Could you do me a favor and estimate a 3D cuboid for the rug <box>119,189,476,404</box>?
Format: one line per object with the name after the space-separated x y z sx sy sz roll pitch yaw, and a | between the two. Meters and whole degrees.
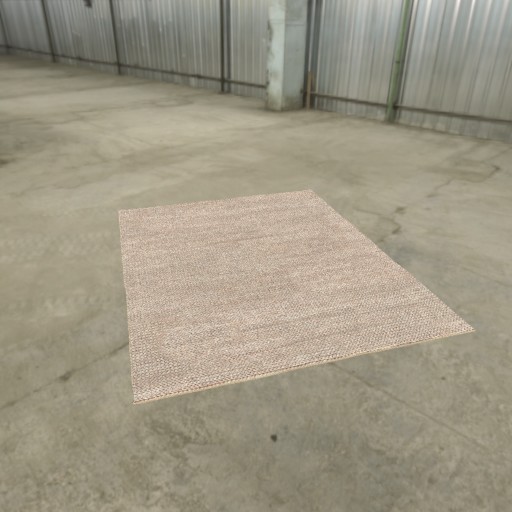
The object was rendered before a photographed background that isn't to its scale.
0.000 0.000 4.185 2.429 0.030 3.052 -8 30 -15 | rug
